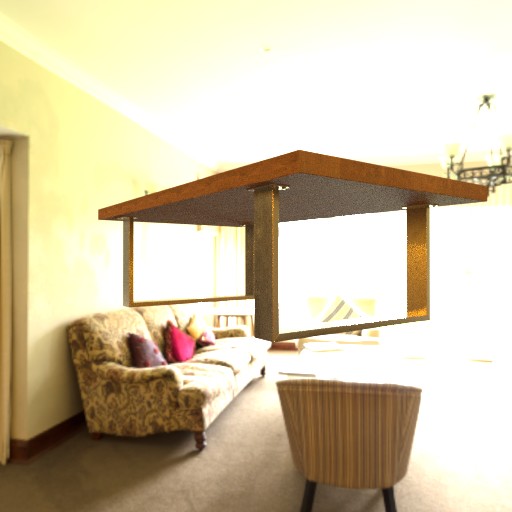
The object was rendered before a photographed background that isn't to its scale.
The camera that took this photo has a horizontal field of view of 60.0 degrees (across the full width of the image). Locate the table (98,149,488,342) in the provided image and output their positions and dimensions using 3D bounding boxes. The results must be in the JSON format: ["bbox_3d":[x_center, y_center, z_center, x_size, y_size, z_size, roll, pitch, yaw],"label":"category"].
[{"bbox_3d":[0.000,0.000,1.735,0.800,0.440,1.400,0,-1,-36],"label":"table"}]
